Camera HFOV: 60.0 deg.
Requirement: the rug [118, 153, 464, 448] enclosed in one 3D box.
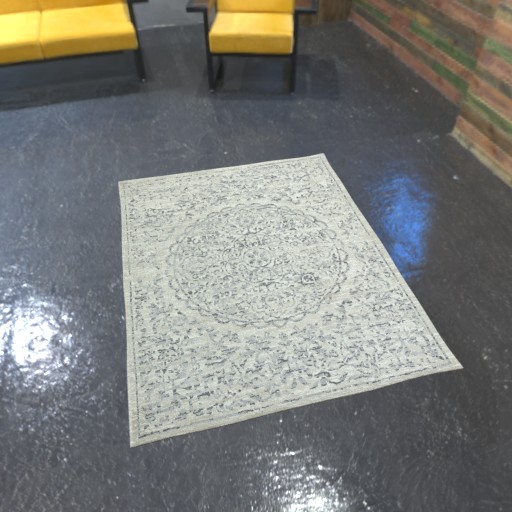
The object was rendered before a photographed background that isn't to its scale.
[{"bbox_3d":[0.000,0.000,3.975,2.343,0.026,2.925,-10,46,-10],"label":"rug"}]
